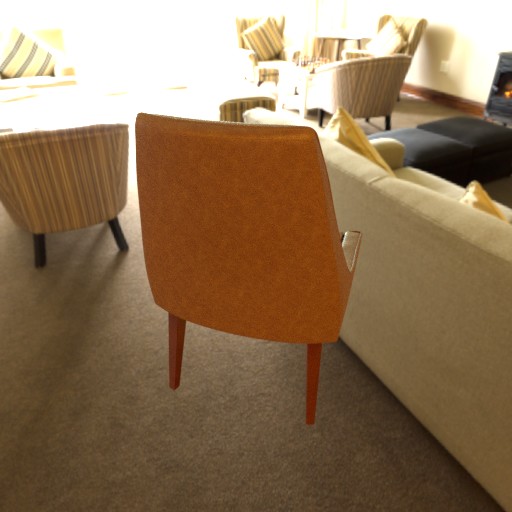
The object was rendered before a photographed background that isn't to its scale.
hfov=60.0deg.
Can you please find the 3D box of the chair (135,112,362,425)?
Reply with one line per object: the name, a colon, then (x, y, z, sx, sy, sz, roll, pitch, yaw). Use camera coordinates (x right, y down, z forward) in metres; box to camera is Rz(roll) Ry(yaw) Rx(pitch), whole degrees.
chair: (0.000, 0.000, 1.214, 0.529, 0.861, 0.544, 9, 34, 15)
